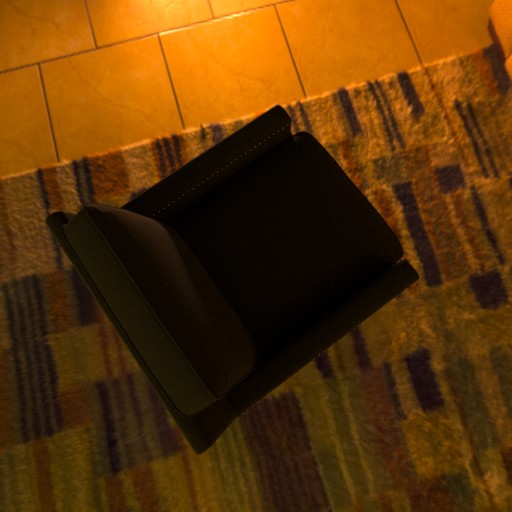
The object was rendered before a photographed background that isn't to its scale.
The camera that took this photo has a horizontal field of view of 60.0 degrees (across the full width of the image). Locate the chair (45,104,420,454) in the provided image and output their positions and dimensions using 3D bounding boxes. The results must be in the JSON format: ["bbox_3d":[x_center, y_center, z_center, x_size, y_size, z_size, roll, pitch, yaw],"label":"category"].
[{"bbox_3d":[0.000,0.000,1.676,1.014,0.943,0.853,-35,80,-7],"label":"chair"}]
